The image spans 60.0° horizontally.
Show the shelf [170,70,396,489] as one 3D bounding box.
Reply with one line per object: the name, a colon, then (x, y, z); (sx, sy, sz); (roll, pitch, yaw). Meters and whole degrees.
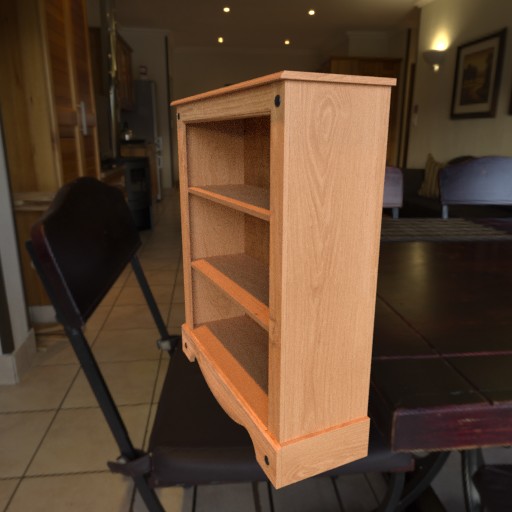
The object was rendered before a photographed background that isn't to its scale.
shelf: (0.000, 0.000, 1.412); (0.291, 0.980, 0.840); (-7, 16, -24)
